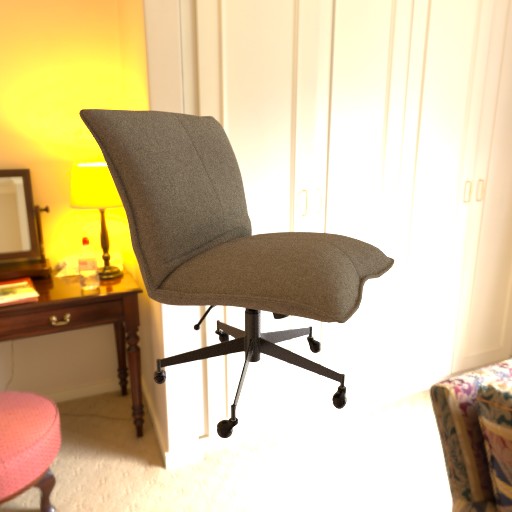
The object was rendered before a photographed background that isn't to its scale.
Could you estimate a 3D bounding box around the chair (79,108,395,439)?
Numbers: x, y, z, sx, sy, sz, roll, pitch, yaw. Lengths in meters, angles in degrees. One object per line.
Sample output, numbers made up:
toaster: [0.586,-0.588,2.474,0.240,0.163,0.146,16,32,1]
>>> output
chair: [0.000,0.000,1.275,0.696,0.811,0.597,8,16,27]
